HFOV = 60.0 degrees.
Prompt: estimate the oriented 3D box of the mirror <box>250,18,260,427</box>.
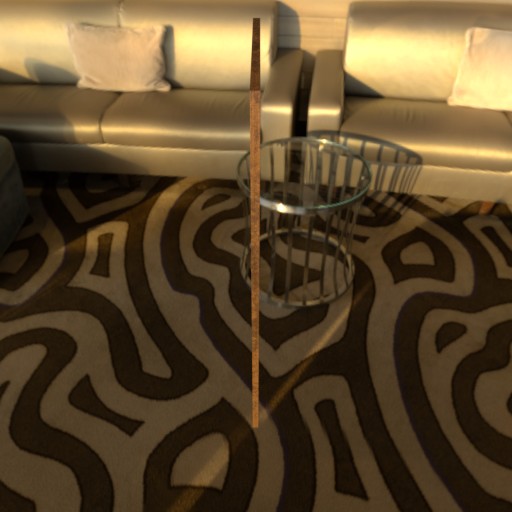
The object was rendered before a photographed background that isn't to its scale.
[{"bbox_3d":[0.000,0.000,2.288,0.032,2.031,0.812,0,42,0],"label":"mirror"}]
